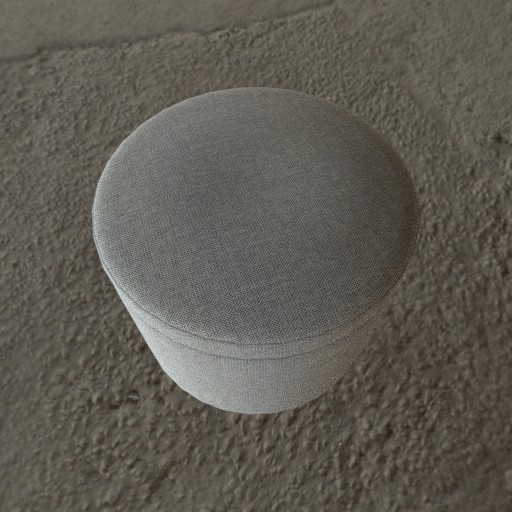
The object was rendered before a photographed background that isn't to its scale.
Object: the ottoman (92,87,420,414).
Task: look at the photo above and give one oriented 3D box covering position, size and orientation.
[{"bbox_3d":[0.000,0.000,0.839,0.500,0.419,0.500,0,58,0],"label":"ottoman"}]
